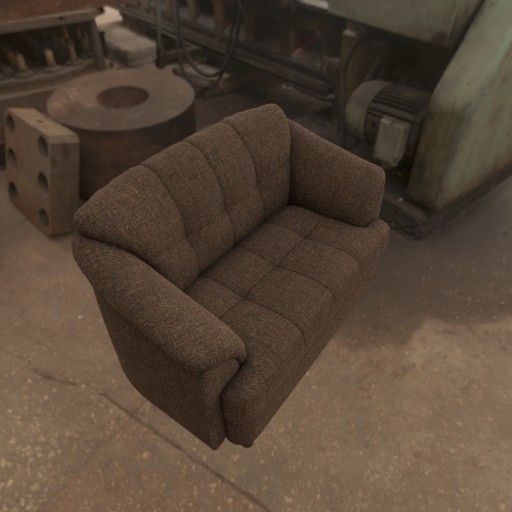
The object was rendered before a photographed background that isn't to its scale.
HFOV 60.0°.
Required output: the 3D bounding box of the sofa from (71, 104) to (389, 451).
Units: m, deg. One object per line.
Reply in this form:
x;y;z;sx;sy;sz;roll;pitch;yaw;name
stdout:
0.000;0.000;1.957;0.799;0.895;1.404;25;46;26;sofa
